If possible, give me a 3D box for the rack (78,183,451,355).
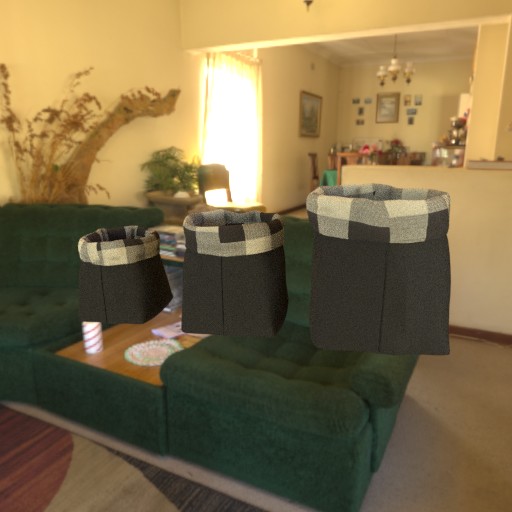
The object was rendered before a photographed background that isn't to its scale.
[{"bbox_3d":[0.000,0.000,1.070,0.889,0.329,0.370,2,14,9],"label":"rack"}]
